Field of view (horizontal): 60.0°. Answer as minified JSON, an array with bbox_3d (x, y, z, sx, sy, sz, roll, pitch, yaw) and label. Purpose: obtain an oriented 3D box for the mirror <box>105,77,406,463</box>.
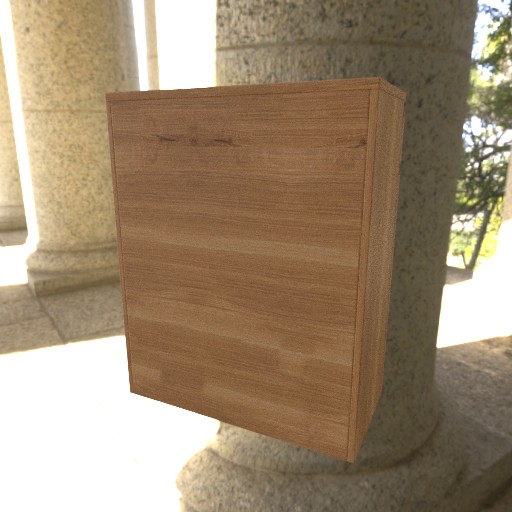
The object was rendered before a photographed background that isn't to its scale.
[{"bbox_3d":[0.000,0.000,1.441,0.800,1.000,0.400,7,17,25],"label":"mirror"}]
